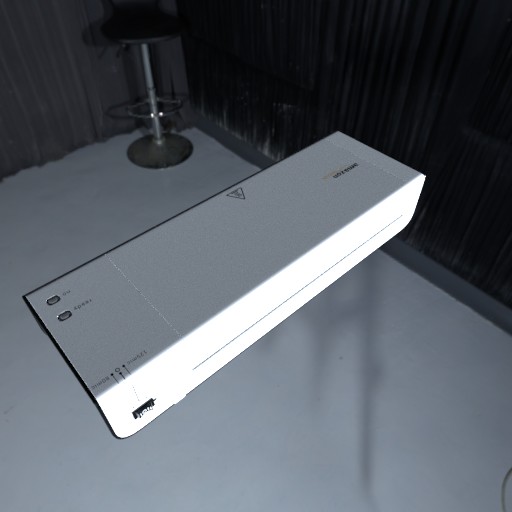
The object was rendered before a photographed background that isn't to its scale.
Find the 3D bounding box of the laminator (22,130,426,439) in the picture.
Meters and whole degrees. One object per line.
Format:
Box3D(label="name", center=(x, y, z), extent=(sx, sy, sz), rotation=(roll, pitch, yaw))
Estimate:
Box3D(label="laminator", center=(0.000, 0.000, 0.384), extent=(0.340, 0.062, 0.123), rotation=(-33, 54, -28))
